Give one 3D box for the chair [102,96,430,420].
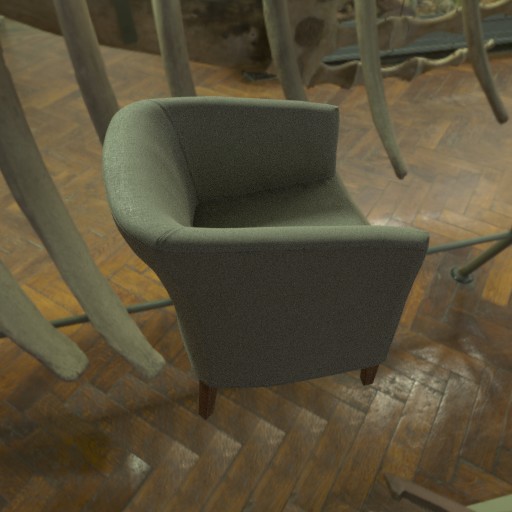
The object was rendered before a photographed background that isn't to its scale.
[{"bbox_3d":[0.000,0.000,1.260,0.668,0.771,0.600,-10,48,-9],"label":"chair"}]
